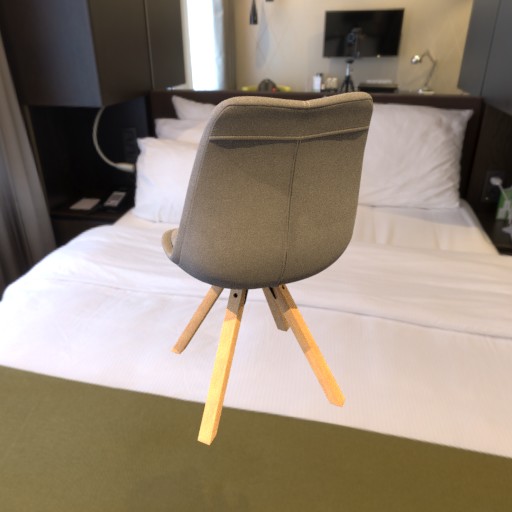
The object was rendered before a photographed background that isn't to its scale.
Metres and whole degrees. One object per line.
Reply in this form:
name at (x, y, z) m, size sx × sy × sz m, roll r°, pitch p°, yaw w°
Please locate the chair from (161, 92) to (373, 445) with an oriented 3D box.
chair at (0.000, 0.000, 1.180) m, size 0.474 × 0.863 × 0.549 m, roll -9°, pitch 27°, yaw -17°
